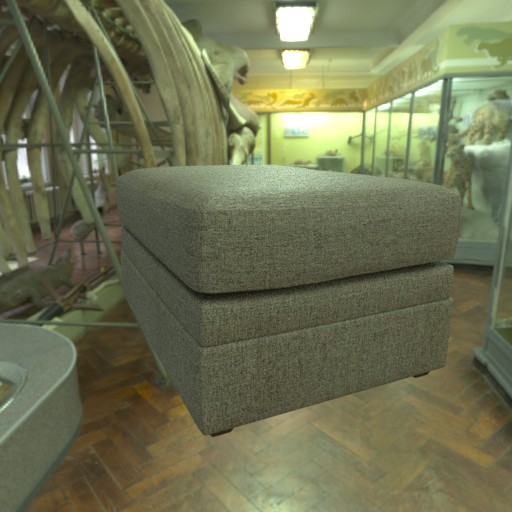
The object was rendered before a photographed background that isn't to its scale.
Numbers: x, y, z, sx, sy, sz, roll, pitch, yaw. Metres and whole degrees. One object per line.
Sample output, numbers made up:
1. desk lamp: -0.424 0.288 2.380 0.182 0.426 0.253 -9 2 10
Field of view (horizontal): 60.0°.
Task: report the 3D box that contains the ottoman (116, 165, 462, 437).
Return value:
1. ottoman: 0.000 0.000 1.243 0.637 0.478 0.885 -7 16 -25
